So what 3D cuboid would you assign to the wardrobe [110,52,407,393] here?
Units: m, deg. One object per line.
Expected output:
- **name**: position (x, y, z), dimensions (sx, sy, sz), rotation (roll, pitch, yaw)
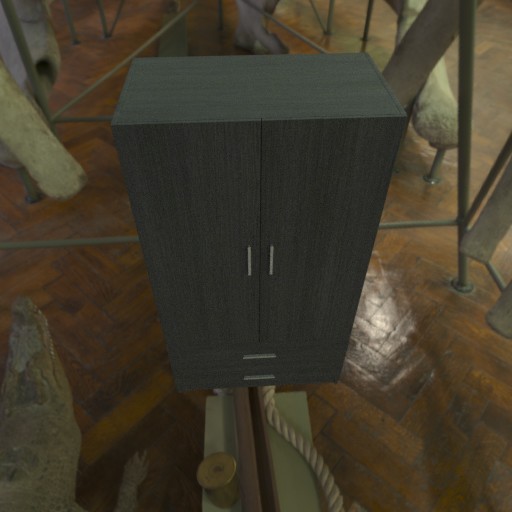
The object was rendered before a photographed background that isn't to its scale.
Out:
- **wardrobe**: position (0.000, 0.000, 2.296), dimensions (0.991, 1.808, 0.577), rotation (-2, 45, -2)
